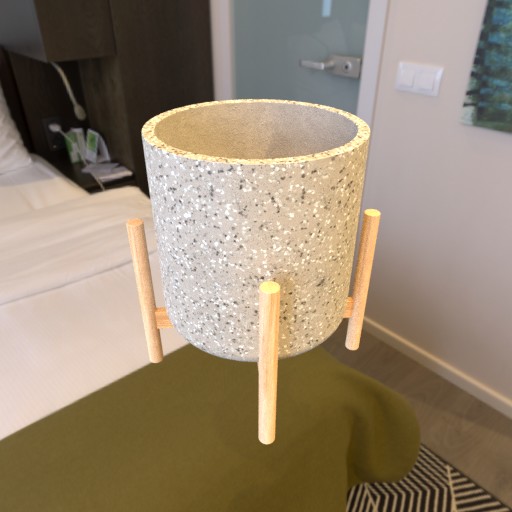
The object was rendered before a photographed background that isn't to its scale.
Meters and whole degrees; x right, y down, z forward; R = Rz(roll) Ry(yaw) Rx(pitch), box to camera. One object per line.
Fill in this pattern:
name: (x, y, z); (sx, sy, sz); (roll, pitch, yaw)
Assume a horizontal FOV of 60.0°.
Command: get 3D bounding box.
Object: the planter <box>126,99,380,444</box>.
planter: (0.000, 0.000, 0.711); (0.360, 0.419, 0.360); (9, 33, 15)
